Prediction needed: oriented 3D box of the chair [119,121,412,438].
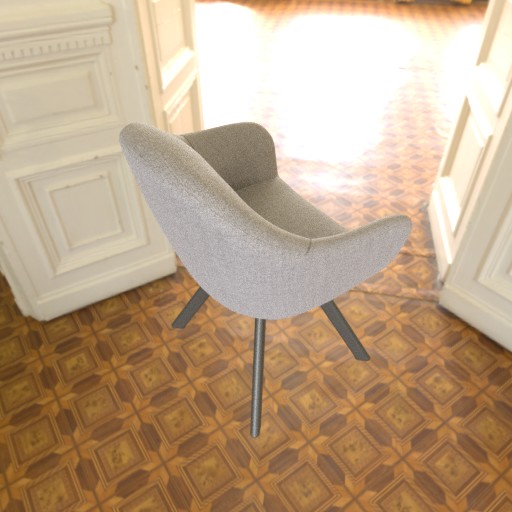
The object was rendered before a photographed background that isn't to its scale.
[{"bbox_3d":[0.000,0.000,1.172,0.550,0.795,0.590,-25,47,-26],"label":"chair"}]
